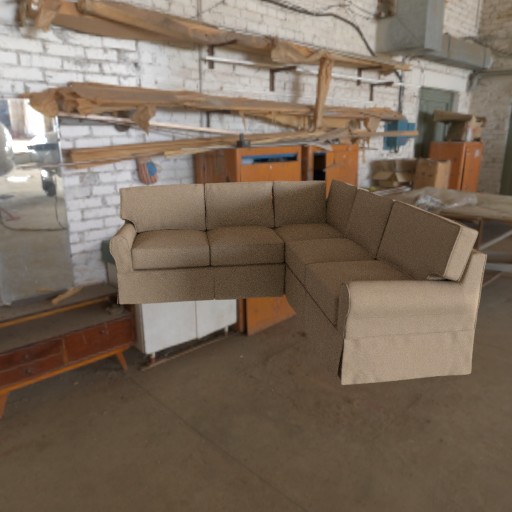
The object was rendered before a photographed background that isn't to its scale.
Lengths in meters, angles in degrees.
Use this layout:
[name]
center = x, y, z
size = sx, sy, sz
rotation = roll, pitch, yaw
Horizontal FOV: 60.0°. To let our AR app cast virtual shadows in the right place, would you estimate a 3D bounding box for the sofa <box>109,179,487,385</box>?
[sofa]
center = 0.000, 0.000, 4.082
size = 2.730, 1.124, 2.733
rotation = -2, 16, -9
